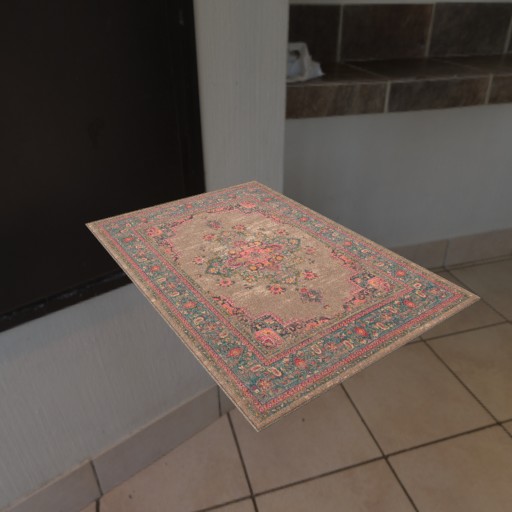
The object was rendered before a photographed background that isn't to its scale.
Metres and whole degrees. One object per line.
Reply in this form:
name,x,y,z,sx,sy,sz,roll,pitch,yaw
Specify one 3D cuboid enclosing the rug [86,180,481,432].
rug,0.000,0.000,3.763,2.005,0.013,2.890,-20,36,-30
